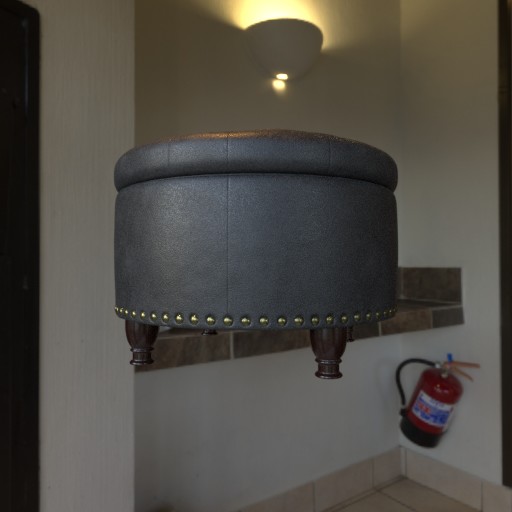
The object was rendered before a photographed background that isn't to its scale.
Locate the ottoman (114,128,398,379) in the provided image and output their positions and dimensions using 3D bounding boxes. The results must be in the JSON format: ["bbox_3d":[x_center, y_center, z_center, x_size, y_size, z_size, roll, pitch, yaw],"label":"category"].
[{"bbox_3d":[0.000,0.000,1.041,0.637,0.442,0.637,0,-1,0],"label":"ottoman"}]
